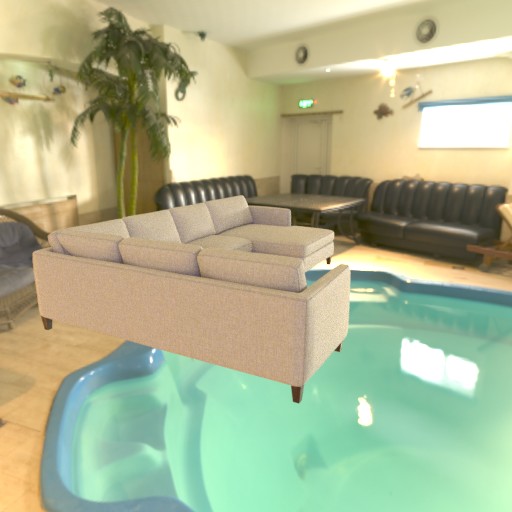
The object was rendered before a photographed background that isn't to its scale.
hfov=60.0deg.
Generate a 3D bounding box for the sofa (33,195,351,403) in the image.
[{"bbox_3d":[0.000,0.000,4.660,2.551,0.889,3.403,8,16,28],"label":"sofa"}]
